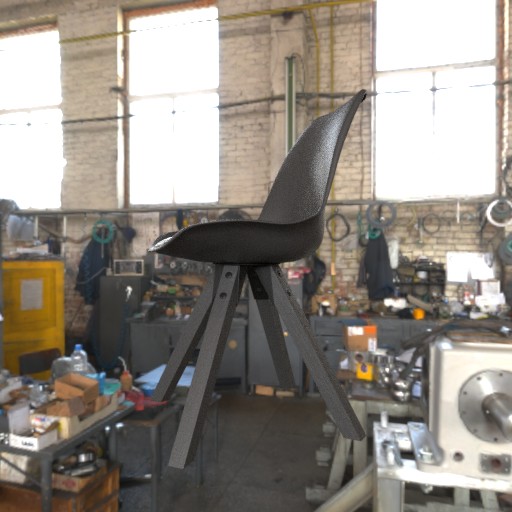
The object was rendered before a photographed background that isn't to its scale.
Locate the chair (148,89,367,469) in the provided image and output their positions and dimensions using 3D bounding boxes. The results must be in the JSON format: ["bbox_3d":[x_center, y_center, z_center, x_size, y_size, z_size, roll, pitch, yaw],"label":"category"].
[{"bbox_3d":[0.000,0.000,1.164,0.550,0.850,0.485,0,1,-18],"label":"chair"}]
